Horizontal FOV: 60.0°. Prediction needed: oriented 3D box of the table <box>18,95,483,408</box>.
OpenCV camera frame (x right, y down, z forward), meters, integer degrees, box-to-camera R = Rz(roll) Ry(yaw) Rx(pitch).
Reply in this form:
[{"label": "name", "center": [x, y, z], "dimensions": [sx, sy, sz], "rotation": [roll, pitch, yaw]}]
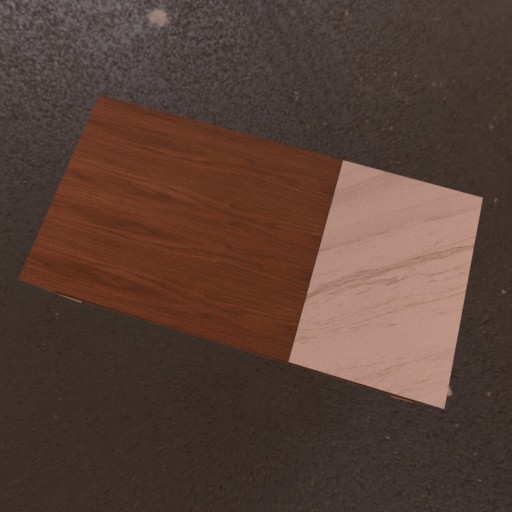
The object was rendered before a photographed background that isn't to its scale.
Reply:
[{"label": "table", "center": [0.000, 0.000, 1.903], "dimensions": [1.553, 0.551, 0.789], "rotation": [16, 76, 4]}]
